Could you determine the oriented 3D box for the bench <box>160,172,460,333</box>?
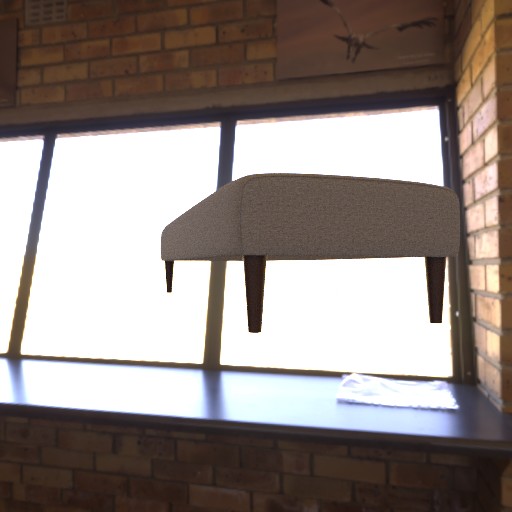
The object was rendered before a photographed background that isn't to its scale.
[{"bbox_3d":[0.000,0.000,1.811,0.631,0.383,1.598,0,-1,-18],"label":"bench"}]
